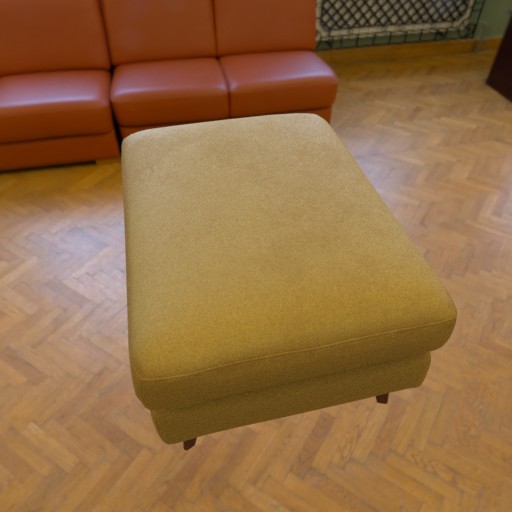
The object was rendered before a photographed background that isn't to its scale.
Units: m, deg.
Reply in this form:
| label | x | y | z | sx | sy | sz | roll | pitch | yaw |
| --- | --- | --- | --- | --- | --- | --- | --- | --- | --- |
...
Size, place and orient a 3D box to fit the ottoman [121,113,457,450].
| label | x | y | z | sx | sy | sz | roll | pitch | yaw |
| --- | --- | --- | --- | --- | --- | --- | --- | --- | --- |
| ottoman | 0.000 | 0.000 | 1.128 | 0.608 | 0.449 | 0.811 | -9 | 46 | -9 |
